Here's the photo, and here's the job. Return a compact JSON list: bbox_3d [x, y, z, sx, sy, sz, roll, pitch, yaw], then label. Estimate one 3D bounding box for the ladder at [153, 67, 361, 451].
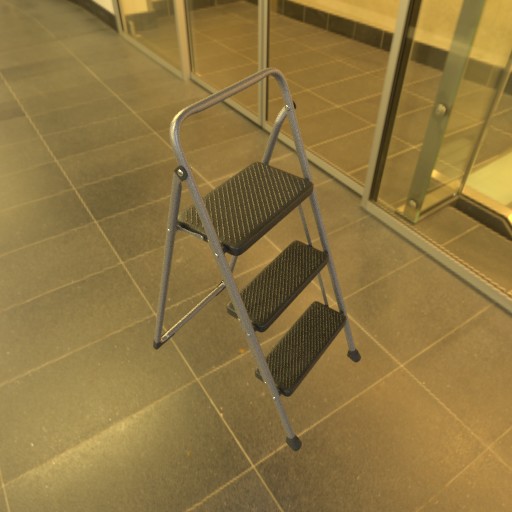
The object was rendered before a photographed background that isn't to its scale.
[{"bbox_3d":[0.000,0.000,1.277,0.629,0.945,0.430,27,49,26],"label":"ladder"}]
